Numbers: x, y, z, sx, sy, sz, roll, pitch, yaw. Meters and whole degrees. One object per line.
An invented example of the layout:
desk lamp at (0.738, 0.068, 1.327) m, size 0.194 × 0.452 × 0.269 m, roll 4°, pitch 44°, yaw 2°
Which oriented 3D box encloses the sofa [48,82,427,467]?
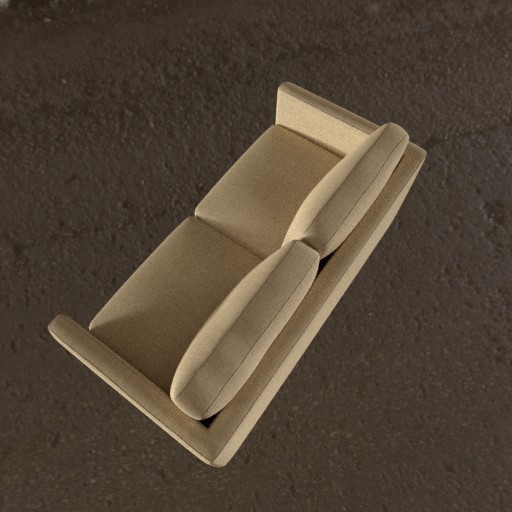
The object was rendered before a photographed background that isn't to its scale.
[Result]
sofa at (0.000, 0.000, 2.375) m, size 0.950 × 0.963 × 1.884 m, roll 33°, pitch 68°, yaw 15°
